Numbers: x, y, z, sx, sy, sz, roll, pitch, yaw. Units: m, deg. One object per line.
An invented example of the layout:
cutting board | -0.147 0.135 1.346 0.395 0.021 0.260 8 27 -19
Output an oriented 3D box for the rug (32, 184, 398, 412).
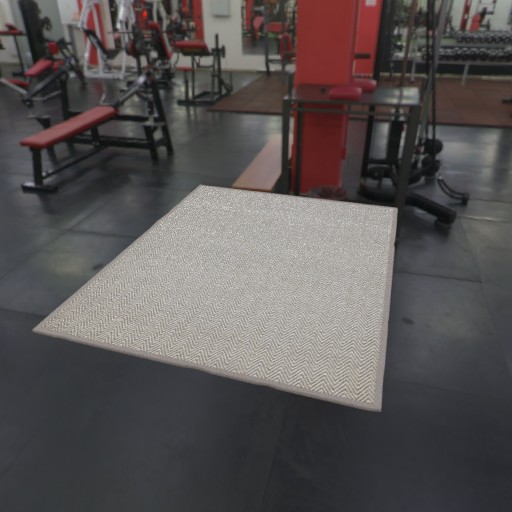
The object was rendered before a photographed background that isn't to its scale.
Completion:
rug | 0.000 0.000 4.095 2.434 0.032 3.007 9 31 15
